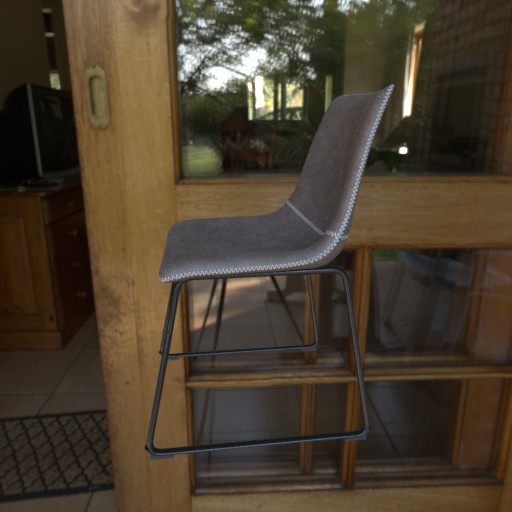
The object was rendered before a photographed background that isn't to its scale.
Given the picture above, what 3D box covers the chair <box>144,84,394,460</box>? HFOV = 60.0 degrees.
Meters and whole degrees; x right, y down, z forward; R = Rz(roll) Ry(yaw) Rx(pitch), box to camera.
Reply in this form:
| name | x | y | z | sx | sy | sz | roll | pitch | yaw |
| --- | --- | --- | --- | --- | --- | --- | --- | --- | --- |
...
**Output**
| name | x | y | z | sx | sy | sz | roll | pitch | yaw |
| --- | --- | --- | --- | --- | --- | --- | --- | --- | --- |
| chair | 0.000 | 0.000 | 1.106 | 0.550 | 0.780 | 0.460 | -2 | 16 | -8 |
